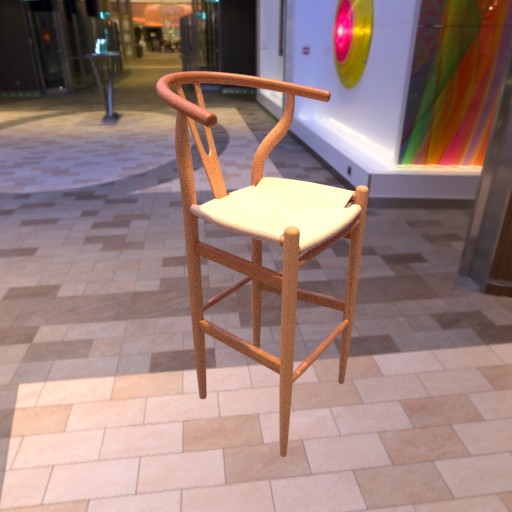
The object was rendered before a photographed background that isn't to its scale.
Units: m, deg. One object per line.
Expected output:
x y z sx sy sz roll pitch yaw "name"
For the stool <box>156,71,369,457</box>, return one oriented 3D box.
0.000 0.000 1.415 0.561 1.068 0.574 18 31 32 "stool"
